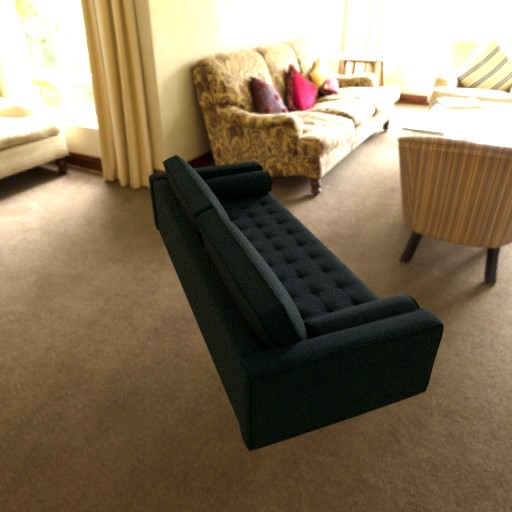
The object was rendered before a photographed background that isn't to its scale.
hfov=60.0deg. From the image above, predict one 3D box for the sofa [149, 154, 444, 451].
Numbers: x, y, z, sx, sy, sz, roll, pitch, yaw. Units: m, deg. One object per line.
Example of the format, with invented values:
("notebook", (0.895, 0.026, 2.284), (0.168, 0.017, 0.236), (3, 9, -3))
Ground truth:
("sofa", (0.000, 0.000, 2.702), (0.914, 0.762, 2.210), (-11, 33, -18))
